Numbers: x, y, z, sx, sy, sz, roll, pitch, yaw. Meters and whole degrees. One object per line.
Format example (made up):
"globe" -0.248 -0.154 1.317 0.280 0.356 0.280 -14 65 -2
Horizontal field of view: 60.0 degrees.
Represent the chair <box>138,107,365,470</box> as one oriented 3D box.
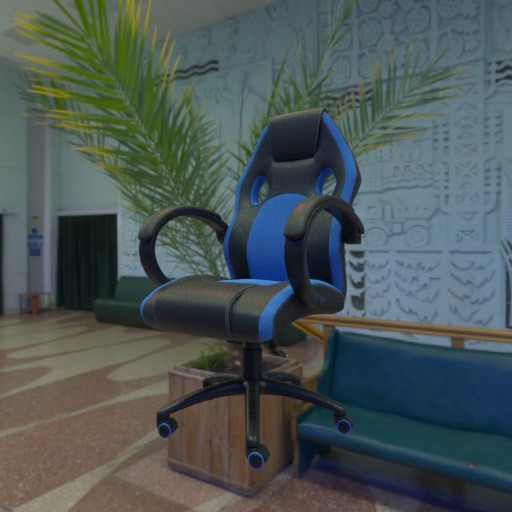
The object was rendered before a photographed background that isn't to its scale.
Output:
"chair" 0.000 0.000 1.587 0.673 1.187 0.724 1 1 34
